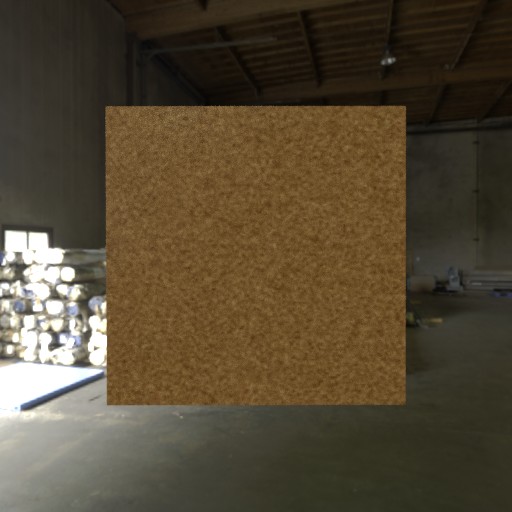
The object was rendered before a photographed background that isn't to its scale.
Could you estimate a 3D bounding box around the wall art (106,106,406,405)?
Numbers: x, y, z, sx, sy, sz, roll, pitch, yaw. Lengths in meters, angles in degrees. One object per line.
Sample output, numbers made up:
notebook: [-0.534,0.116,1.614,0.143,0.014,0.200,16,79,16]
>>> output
wall art: [0.000,0.000,0.666,0.446,0.445,0.014,0,0,0]
